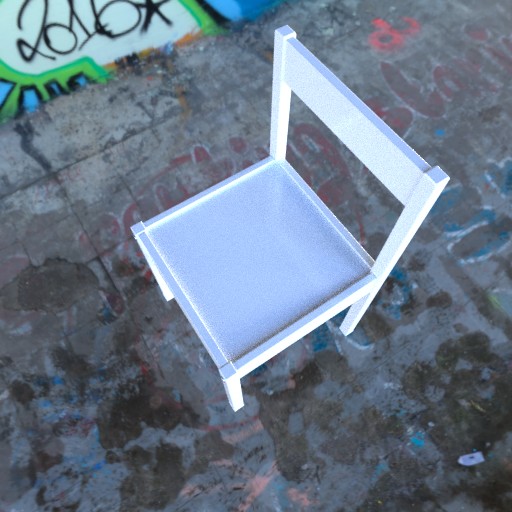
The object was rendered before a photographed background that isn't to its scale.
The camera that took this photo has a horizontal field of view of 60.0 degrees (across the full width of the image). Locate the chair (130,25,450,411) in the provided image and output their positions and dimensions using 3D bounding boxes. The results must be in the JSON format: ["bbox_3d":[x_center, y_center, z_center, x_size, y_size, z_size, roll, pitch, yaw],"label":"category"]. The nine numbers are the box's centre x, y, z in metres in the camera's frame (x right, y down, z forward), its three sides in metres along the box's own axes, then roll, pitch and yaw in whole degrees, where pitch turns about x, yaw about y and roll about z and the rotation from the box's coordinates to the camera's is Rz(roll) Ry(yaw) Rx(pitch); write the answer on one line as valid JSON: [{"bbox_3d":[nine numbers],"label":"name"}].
[{"bbox_3d":[0.000,0.000,0.687,0.285,0.505,0.285,-31,67,-15],"label":"chair"}]
